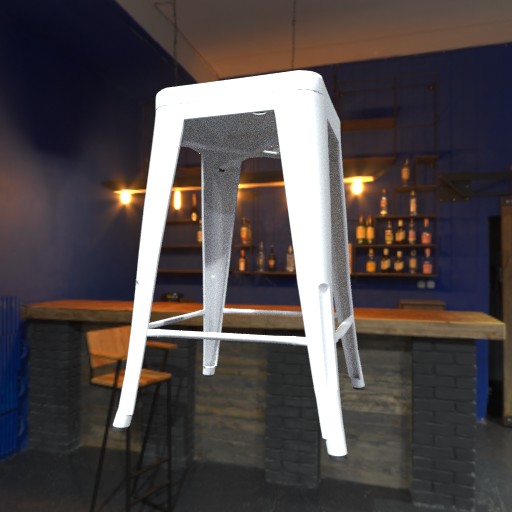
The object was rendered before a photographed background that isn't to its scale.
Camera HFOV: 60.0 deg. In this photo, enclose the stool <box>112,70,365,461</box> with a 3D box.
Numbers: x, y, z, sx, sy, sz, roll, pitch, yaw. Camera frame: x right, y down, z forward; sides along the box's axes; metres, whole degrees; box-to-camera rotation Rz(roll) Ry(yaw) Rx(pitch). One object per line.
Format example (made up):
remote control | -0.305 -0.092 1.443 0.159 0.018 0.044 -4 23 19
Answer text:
stool | 0.000 0.000 0.905 0.406 0.610 0.406 0 -1 18
